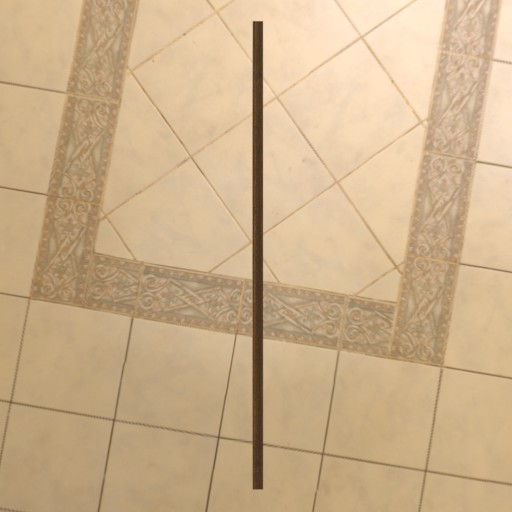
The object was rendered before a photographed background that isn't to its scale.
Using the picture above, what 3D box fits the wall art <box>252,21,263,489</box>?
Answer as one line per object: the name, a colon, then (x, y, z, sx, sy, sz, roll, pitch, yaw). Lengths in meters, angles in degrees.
wall art: (0.000, 0.000, 1.415, 0.023, 0.875, 1.033, 0, 89, -1)
